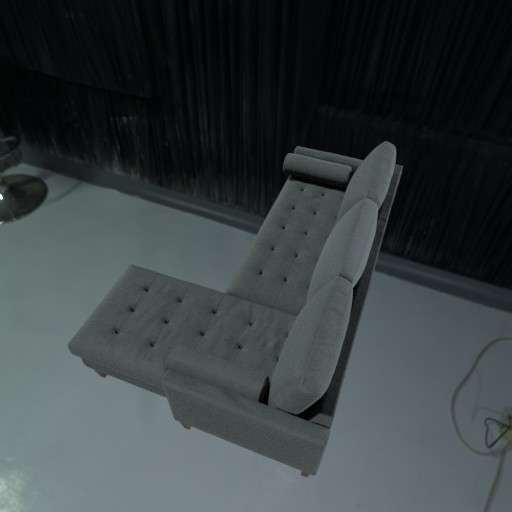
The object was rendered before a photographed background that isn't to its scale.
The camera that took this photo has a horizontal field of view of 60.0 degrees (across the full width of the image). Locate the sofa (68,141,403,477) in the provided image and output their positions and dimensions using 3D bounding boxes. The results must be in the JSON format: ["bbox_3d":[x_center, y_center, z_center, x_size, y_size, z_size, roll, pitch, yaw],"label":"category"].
[{"bbox_3d":[0.000,0.000,2.923,1.506,0.876,2.178,16,49,14],"label":"sofa"}]
